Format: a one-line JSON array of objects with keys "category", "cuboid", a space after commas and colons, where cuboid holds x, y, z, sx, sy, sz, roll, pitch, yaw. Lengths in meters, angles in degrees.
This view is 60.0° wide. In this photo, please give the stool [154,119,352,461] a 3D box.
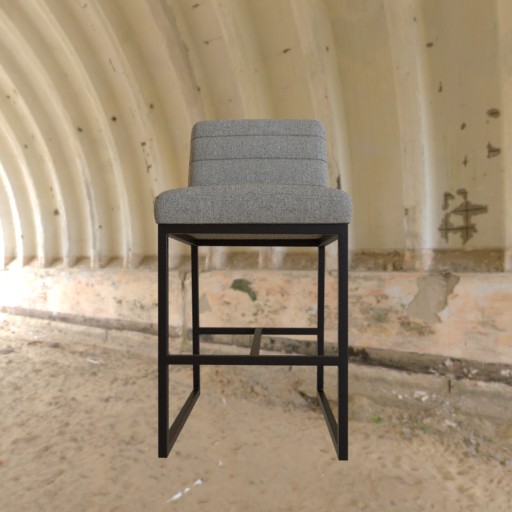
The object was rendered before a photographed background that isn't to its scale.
[{"category": "stool", "cuboid": [0.000, 0.000, 1.277, 0.460, 0.940, 0.560, 0, 0, 2]}]
